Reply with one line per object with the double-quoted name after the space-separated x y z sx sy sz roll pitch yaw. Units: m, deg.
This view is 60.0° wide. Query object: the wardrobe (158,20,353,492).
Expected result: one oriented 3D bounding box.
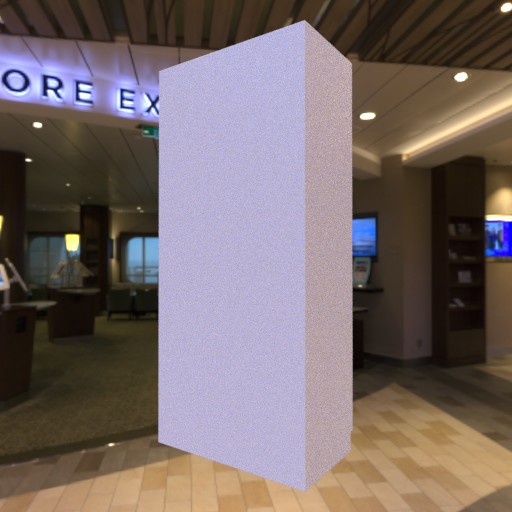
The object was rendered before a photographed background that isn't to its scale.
0.000 0.000 2.007 0.760 1.700 0.470 0 -1 35 "wardrobe"
